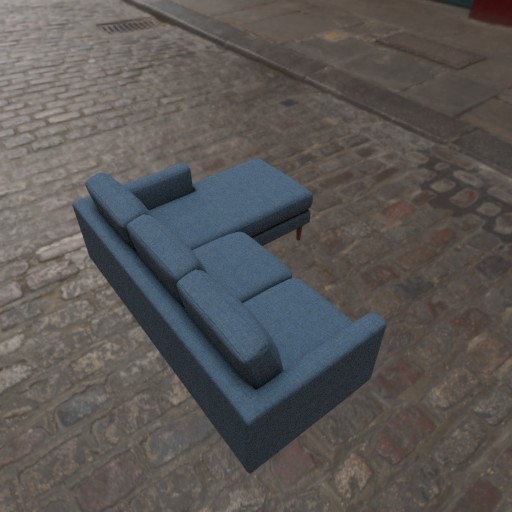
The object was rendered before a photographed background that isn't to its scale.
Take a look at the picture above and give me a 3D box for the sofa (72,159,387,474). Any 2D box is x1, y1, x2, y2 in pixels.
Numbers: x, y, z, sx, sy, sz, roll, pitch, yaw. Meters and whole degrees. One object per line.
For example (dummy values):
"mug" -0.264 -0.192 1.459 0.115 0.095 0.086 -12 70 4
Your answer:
"sofa" 0.000 0.000 2.989 1.667 0.957 2.055 -27 48 -27
